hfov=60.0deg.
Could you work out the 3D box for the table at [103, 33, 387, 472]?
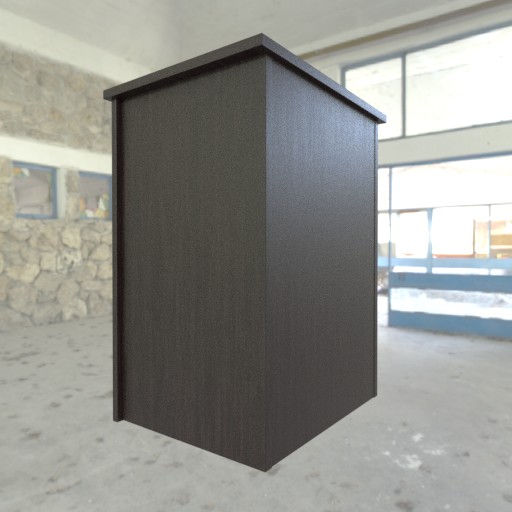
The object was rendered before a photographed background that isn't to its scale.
[{"bbox_3d":[0.000,0.000,0.932,0.381,0.635,0.480,1,1,37],"label":"table"}]
